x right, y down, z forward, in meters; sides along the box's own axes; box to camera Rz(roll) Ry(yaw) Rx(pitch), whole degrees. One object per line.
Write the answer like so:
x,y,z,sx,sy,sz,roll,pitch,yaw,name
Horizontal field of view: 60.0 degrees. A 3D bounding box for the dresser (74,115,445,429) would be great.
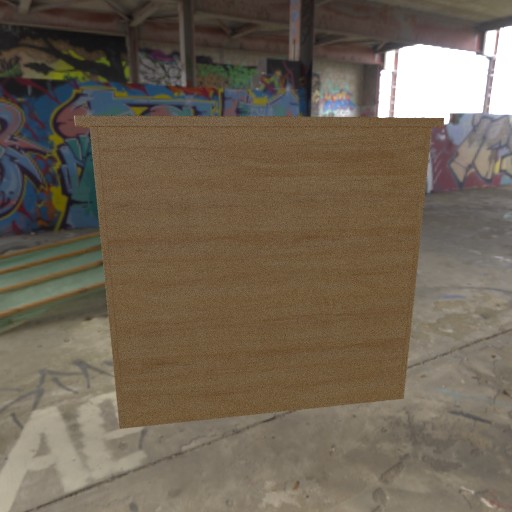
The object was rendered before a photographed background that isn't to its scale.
0.000,0.000,1.234,0.800,0.730,0.410,-3,16,-9,dresser
